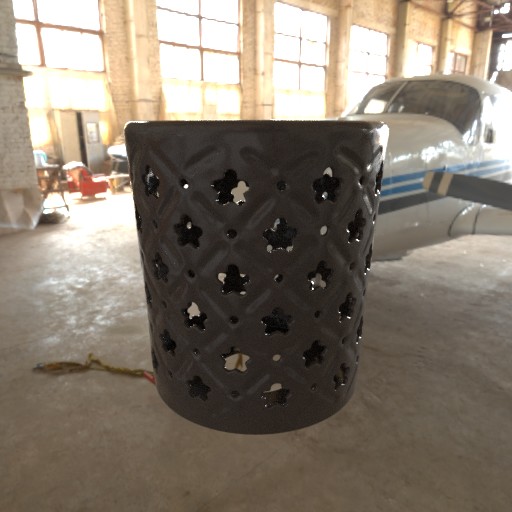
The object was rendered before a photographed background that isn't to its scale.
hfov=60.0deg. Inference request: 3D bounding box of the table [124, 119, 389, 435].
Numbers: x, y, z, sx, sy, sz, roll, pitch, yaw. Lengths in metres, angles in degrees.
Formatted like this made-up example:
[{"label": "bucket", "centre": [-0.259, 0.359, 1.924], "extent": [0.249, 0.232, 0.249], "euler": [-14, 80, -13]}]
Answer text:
[{"label": "table", "centre": [0.000, 0.000, 0.658], "extent": [0.352, 0.387, 0.352], "euler": [0, 16, 0]}]
